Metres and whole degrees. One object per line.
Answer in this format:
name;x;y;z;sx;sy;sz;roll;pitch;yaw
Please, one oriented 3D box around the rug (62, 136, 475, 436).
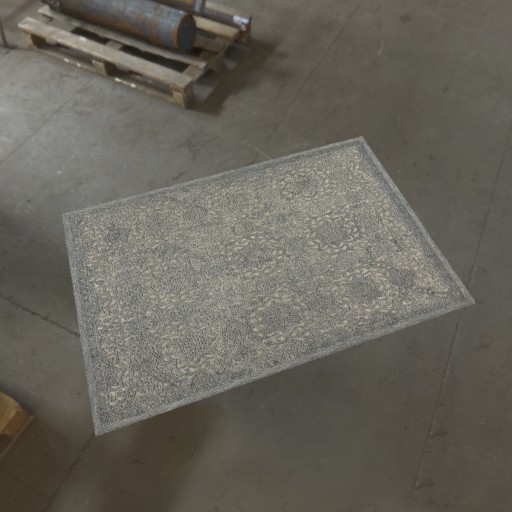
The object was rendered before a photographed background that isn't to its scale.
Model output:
rug;0.000;0.000;2.281;1.819;0.012;1.208;-17;59;-10
